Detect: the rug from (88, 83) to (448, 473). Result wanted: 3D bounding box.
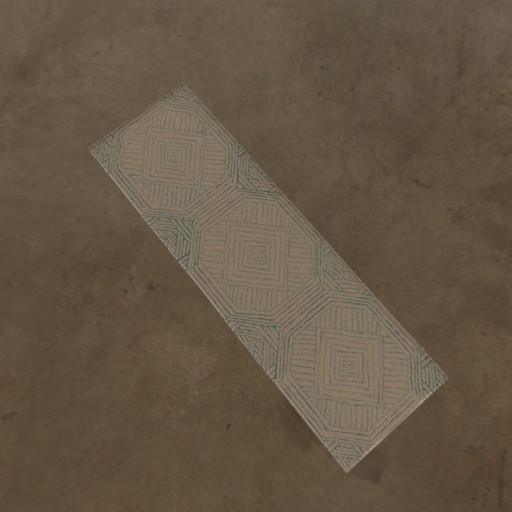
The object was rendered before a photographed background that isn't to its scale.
[{"bbox_3d":[0.000,0.000,2.650,0.775,0.012,2.452,-38,79,-9],"label":"rug"}]
